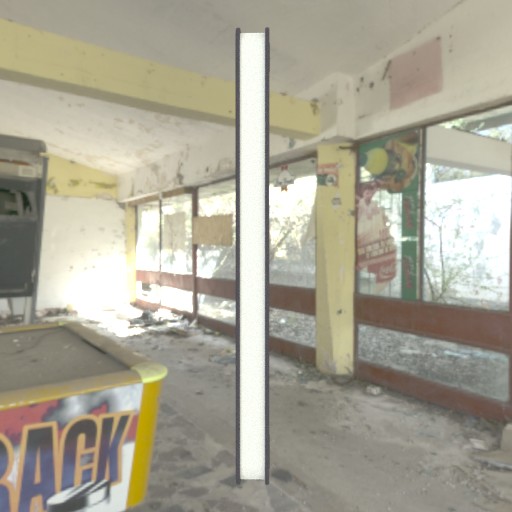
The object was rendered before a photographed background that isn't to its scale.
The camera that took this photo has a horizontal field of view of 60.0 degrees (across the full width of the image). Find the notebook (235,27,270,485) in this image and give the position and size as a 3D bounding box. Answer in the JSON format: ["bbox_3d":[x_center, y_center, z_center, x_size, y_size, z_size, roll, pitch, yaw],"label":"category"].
[{"bbox_3d":[0.000,0.000,0.262,0.016,0.213,0.127,0,1,1],"label":"notebook"}]
